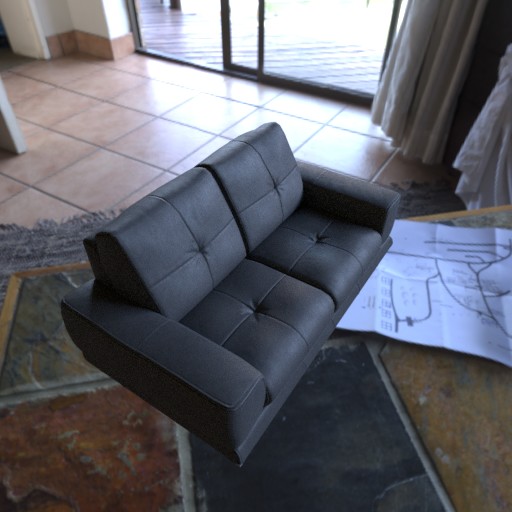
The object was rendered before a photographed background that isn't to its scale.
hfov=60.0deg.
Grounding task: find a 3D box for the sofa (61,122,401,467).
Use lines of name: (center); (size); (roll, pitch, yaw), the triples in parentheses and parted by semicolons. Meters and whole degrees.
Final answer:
sofa: (0.000, 0.000, 2.408); (1.018, 0.907, 1.806); (24, 46, 25)
